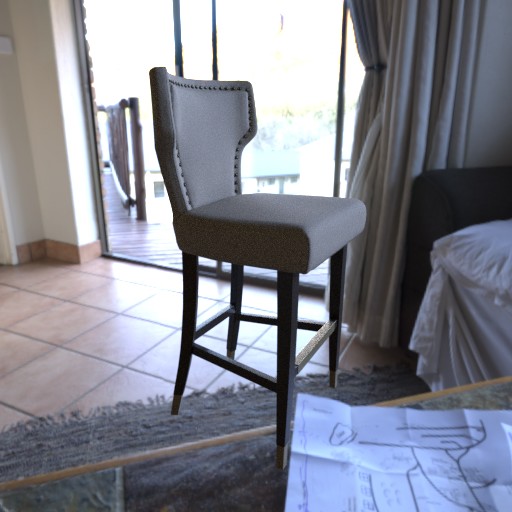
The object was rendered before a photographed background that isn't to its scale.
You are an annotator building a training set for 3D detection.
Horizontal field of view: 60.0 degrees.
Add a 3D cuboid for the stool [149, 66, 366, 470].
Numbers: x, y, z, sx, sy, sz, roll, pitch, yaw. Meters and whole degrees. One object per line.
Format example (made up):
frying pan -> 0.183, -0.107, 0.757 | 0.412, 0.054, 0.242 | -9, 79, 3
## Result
stool -> 0.000, 0.000, 1.413 | 0.563, 1.092, 0.526 | 9, 19, 27
